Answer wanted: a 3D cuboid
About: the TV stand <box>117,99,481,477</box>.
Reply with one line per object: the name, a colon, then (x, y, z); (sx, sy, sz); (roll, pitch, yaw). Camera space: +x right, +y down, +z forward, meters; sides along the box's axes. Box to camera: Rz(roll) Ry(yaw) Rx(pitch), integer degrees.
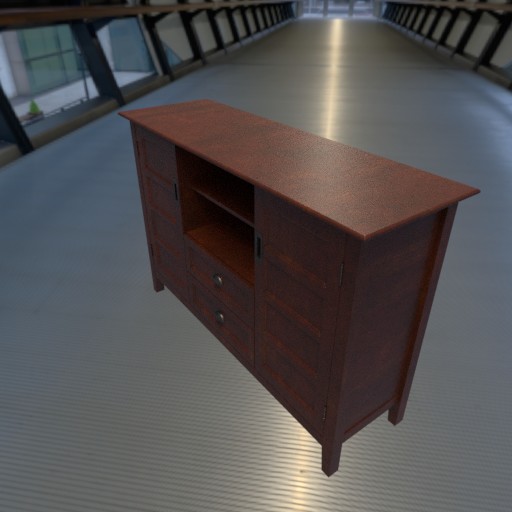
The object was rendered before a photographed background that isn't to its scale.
TV stand: (0.000, 0.000, 1.747); (0.445, 0.915, 1.372); (-21, 37, -31)
